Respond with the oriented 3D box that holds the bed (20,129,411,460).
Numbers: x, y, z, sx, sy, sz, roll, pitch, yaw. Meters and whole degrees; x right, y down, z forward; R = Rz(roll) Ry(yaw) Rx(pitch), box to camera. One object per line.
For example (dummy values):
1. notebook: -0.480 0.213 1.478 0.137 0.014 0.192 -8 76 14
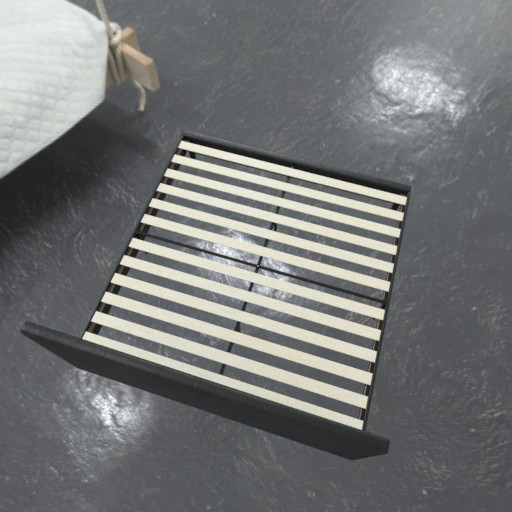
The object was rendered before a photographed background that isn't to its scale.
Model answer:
1. bed: 0.000 0.000 3.191 2.018 1.046 2.152 16 64 8
